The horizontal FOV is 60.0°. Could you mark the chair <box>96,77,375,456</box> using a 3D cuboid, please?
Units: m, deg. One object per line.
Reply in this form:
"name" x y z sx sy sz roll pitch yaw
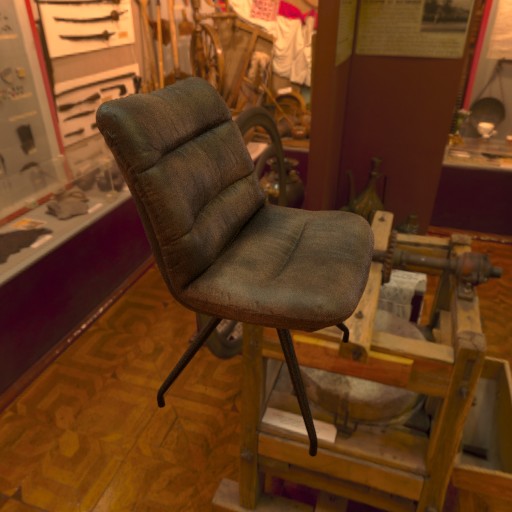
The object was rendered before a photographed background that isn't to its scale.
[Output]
"chair" 0.000 0.000 1.244 0.622 0.870 0.549 11 32 17
